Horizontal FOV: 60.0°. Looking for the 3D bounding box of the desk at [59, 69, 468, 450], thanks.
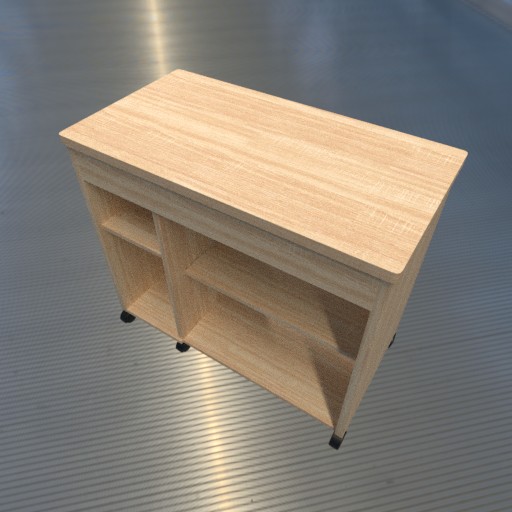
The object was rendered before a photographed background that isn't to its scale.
[{"bbox_3d":[0.000,0.000,1.342,0.884,0.770,0.480,24,50,22],"label":"desk"}]
